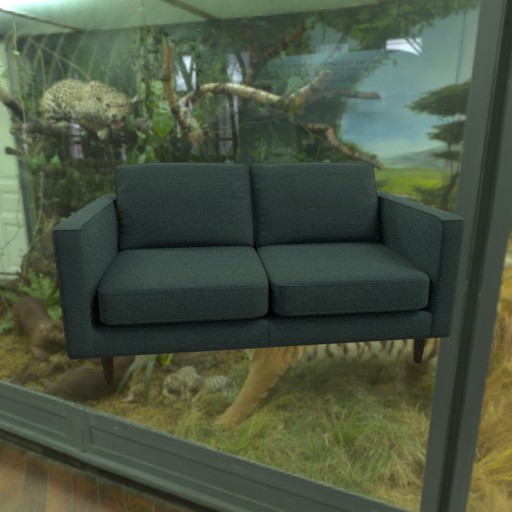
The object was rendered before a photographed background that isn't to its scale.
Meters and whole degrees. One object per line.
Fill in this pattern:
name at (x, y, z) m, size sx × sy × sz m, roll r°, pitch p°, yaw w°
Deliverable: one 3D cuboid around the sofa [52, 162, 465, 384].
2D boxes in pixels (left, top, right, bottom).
sofa at (0.000, 0.000, 2.253) m, size 1.659 × 0.907 × 0.999 m, roll -2°, pitch 15°, yaw -7°
